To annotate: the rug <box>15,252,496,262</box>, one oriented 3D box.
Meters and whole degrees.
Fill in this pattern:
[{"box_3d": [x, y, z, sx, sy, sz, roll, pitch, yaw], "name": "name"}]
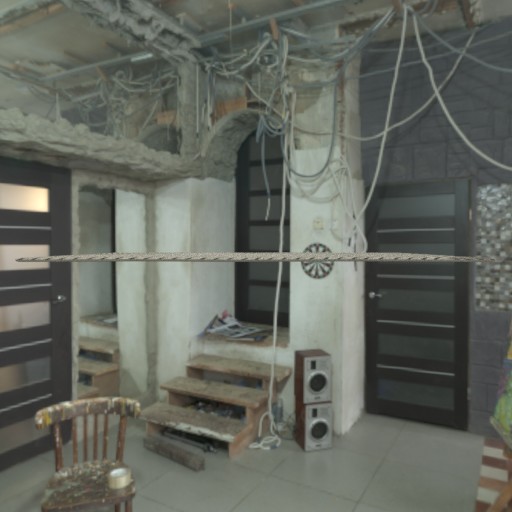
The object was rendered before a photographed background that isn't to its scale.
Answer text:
[{"box_3d": [0.000, 0.000, 2.972, 2.406, 0.023, 1.539, 0, 1, 0], "name": "rug"}]
